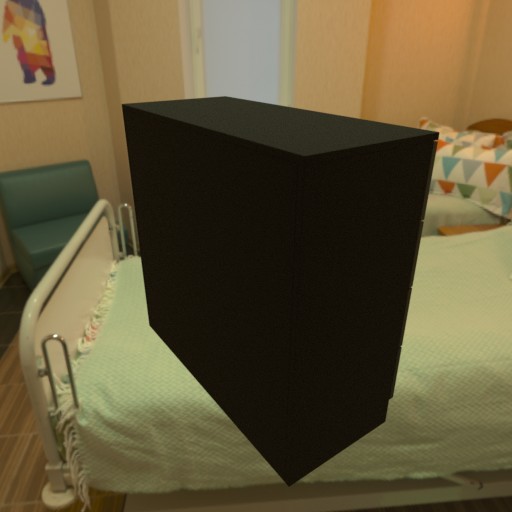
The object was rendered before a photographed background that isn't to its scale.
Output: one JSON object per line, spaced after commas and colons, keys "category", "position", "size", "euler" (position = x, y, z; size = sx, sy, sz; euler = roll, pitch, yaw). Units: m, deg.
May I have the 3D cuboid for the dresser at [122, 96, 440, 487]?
{"category": "dresser", "position": [0.000, 0.000, 1.175], "size": [0.360, 0.720, 0.750], "euler": [-17, 31, -32]}
